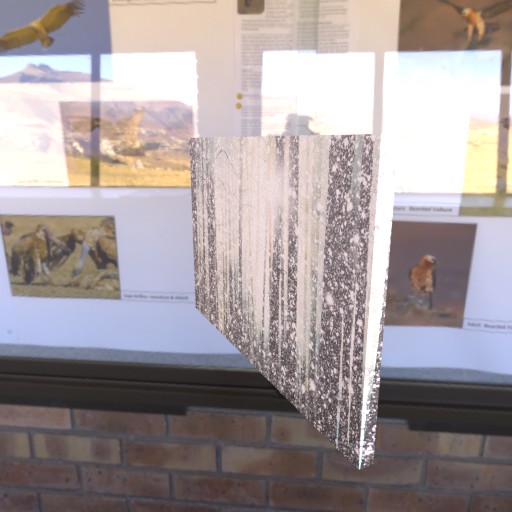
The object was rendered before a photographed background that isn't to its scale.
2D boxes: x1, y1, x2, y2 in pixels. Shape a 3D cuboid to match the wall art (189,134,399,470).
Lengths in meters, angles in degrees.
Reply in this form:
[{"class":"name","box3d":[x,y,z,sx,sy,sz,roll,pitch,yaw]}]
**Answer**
[{"class":"wall art","box3d":[0.000,0.000,1.149,0.038,0.598,0.919,-7,16,-25]}]
